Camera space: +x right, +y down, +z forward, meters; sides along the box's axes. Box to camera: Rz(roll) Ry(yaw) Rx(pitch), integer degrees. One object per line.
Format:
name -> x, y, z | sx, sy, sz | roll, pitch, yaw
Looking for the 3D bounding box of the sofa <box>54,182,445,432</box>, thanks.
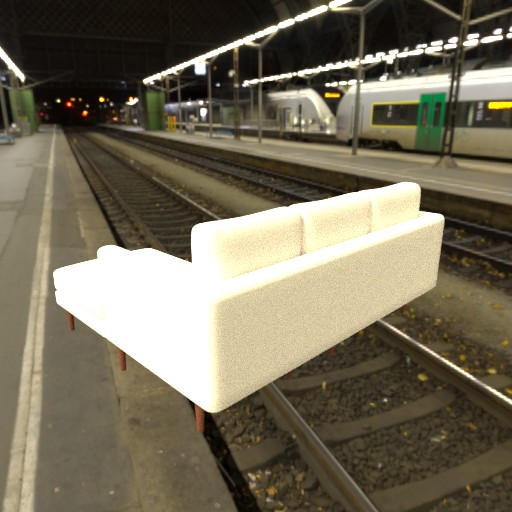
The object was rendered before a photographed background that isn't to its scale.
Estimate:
sofa -> 0.000, 0.000, 2.883 | 2.029, 0.899, 1.580 | -16, 24, -42
